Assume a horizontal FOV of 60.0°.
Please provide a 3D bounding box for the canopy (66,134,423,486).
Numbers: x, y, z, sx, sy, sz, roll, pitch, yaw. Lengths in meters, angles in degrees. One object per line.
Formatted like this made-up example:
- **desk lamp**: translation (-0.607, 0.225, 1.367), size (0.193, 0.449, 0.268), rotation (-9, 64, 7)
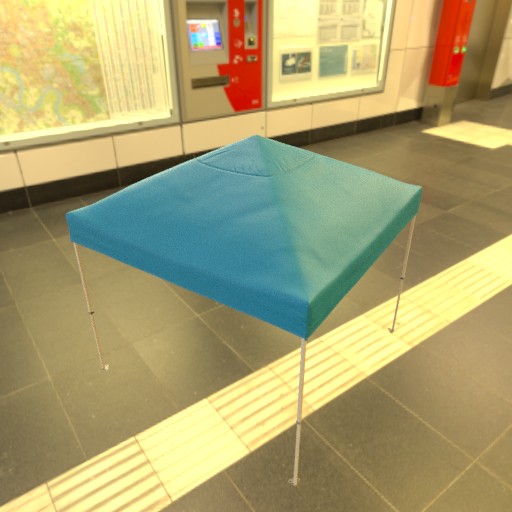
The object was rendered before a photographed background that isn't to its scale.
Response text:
- **canopy**: translation (0.000, 0.000, 5.497), size (2.996, 2.997, 2.998), rotation (19, 35, 29)
